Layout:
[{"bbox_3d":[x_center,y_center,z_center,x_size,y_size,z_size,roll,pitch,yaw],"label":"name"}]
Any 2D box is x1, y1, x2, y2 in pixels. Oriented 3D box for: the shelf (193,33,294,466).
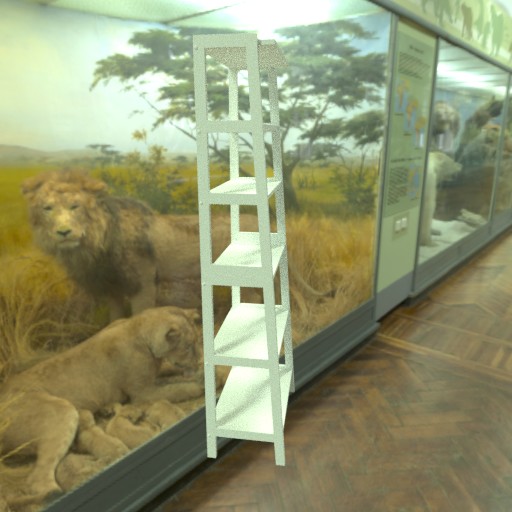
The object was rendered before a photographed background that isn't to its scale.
[{"bbox_3d":[0.000,0.000,2.207,0.381,1.892,0.660,2,16,9],"label":"shelf"}]
